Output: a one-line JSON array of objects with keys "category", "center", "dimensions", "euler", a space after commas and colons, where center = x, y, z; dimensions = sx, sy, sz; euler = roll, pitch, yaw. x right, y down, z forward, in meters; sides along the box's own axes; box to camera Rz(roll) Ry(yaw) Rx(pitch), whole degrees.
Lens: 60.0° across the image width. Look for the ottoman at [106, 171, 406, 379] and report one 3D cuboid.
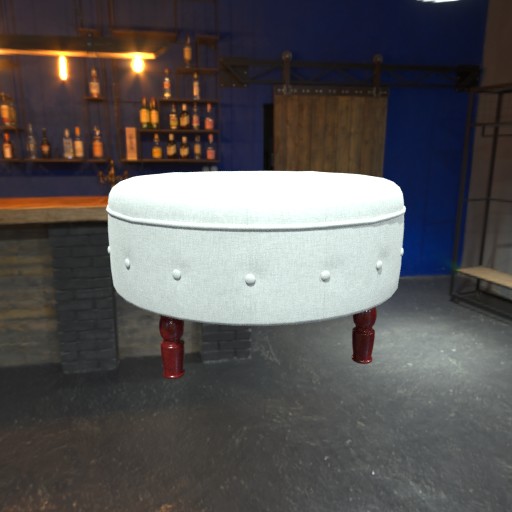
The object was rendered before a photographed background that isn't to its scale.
[{"category": "ottoman", "center": [0.000, 0.000, 1.361], "dimensions": [0.850, 0.483, 0.850], "euler": [0, 14, 0]}]
